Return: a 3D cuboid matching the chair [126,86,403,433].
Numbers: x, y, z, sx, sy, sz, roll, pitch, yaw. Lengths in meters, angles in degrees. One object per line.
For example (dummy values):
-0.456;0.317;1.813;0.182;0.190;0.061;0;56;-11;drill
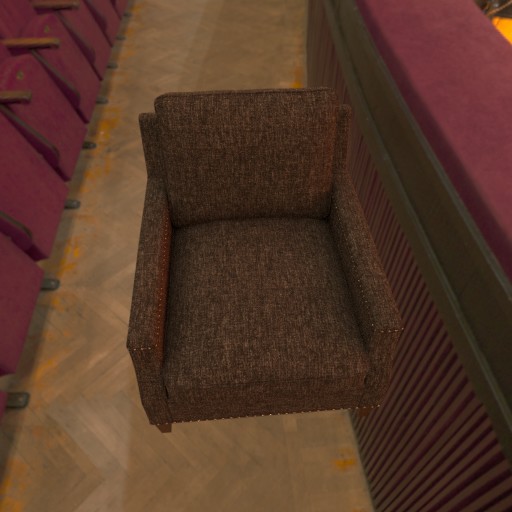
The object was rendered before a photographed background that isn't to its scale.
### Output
0.000;0.000;1.681;0.853;0.943;1.014;-4;48;-3;chair
